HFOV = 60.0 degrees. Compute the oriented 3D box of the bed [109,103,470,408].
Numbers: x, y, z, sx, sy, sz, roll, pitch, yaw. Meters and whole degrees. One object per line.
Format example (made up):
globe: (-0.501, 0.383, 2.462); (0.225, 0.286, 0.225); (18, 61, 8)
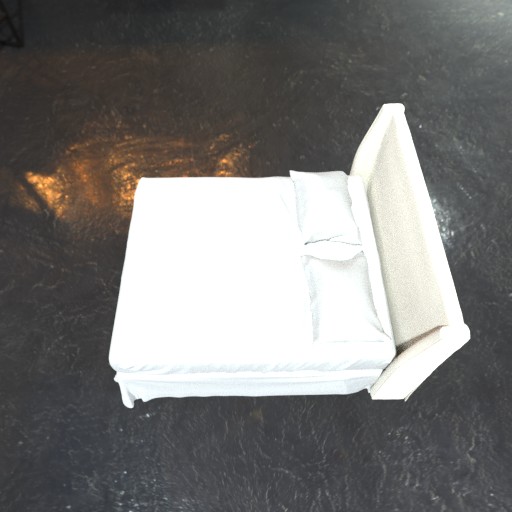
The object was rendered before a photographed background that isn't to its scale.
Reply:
bed: (0.000, 0.000, 3.387); (2.276, 1.332, 1.925); (-1, 58, 0)
